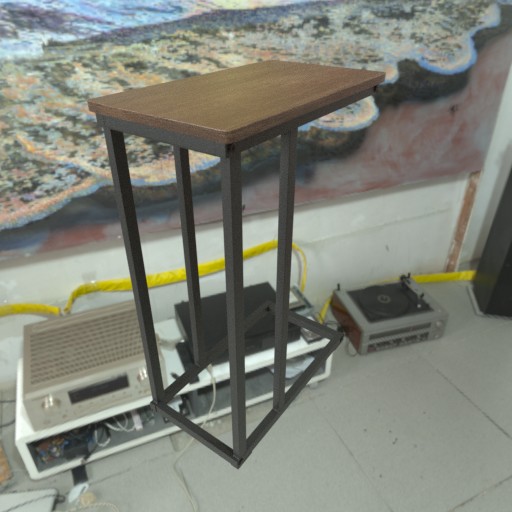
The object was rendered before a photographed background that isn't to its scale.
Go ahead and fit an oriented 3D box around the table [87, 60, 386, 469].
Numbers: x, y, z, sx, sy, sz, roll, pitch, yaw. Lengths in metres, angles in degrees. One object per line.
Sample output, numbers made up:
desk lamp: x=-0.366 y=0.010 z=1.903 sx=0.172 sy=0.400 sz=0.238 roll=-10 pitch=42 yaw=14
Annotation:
table: x=0.000 y=0.000 z=0.867 sx=0.254 sy=0.637 sz=0.450 roll=21 pitch=38 yaw=30
